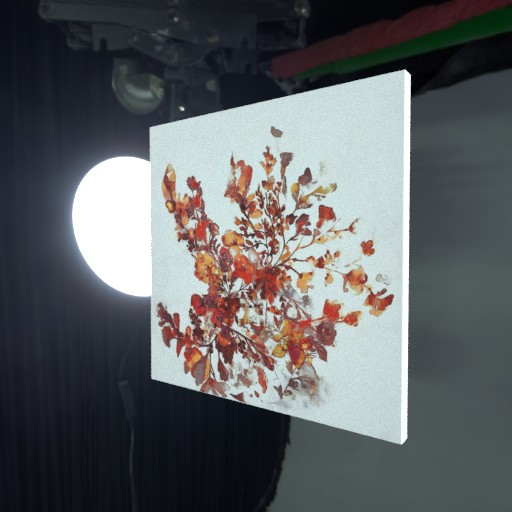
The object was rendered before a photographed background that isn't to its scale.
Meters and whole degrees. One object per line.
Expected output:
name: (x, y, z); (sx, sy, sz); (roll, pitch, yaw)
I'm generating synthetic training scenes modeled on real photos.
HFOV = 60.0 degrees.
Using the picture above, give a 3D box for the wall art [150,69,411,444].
wall art: (0.000, 0.000, 1.503); (1.009, 1.009, 0.049); (1, 2, 36)
